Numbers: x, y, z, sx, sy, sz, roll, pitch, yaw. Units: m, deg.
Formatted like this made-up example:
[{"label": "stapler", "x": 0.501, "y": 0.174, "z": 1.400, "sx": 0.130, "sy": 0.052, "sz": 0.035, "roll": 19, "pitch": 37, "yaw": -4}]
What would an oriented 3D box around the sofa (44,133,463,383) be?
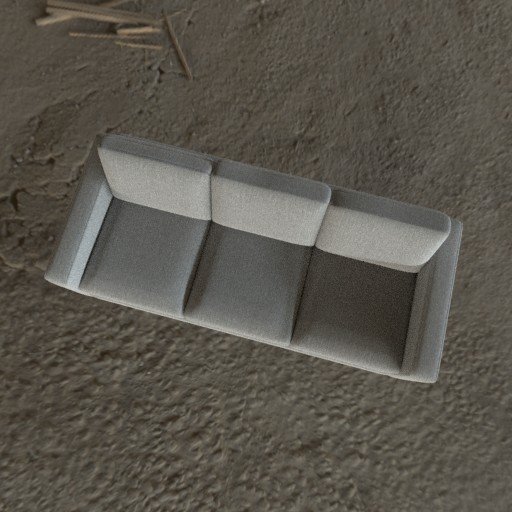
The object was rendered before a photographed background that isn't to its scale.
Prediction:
[{"label": "sofa", "x": 0.000, "y": 0.000, "z": 2.532, "sx": 2.120, "sy": 0.800, "sz": 0.900, "roll": 14, "pitch": 77, "yaw": 3}]
